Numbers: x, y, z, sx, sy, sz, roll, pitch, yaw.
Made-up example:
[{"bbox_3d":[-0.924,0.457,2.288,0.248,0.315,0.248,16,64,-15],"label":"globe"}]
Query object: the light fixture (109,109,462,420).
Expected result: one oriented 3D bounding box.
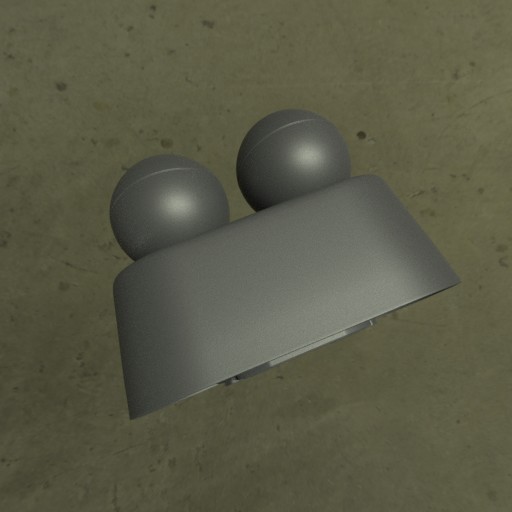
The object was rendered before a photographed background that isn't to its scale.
[{"bbox_3d":[0.000,0.000,0.333,0.229,0.159,0.159,-21,76,-5],"label":"light fixture"}]
